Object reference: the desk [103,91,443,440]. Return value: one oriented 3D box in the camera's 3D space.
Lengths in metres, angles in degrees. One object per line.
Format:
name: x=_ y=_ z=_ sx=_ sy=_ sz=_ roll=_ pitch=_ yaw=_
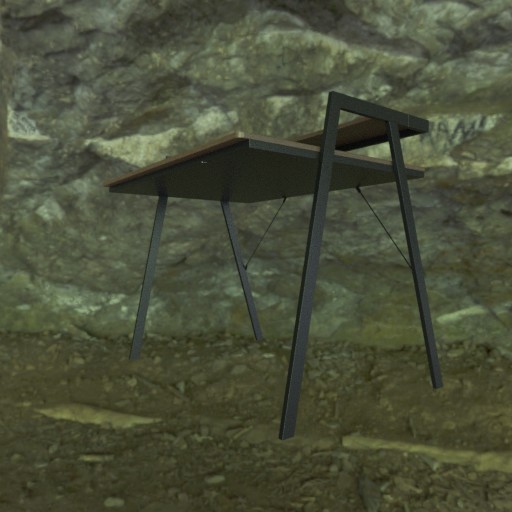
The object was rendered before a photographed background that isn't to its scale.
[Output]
desk: x=0.000 y=0.000 z=1.869 sx=0.936 sy=0.998 sz=1.143 roll=0 pitch=1 yaw=-37
